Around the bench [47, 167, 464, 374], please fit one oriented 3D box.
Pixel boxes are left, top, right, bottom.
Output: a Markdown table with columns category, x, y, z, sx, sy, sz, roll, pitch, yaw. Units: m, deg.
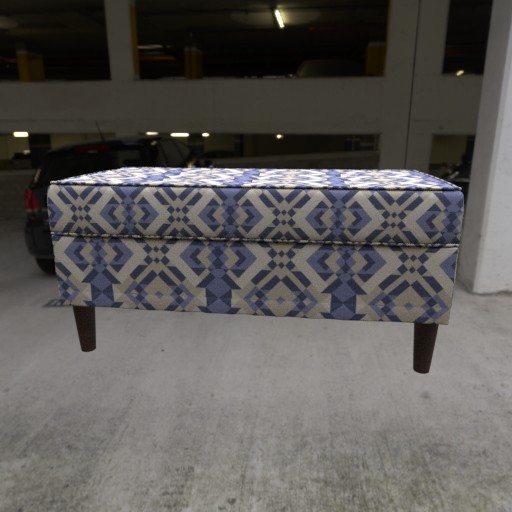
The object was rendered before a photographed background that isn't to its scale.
| category | x | y | z | sx | sy | sz | roll | pitch | yaw |
| --- | --- | --- | --- | --- | --- | --- | --- | --- | --- |
| bench | 0.000 | 0.000 | 1.321 | 1.016 | 0.477 | 0.492 | 2 | 16 | 7 |
